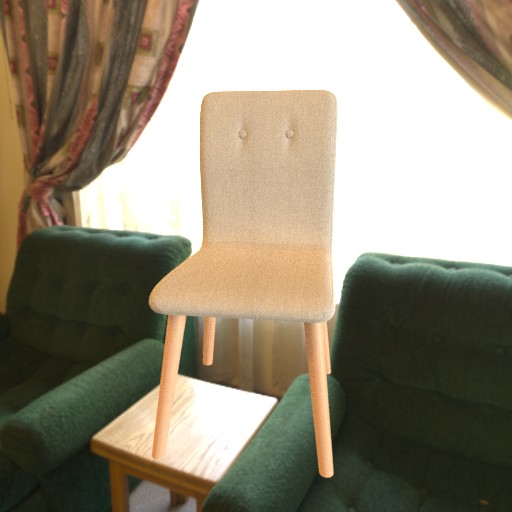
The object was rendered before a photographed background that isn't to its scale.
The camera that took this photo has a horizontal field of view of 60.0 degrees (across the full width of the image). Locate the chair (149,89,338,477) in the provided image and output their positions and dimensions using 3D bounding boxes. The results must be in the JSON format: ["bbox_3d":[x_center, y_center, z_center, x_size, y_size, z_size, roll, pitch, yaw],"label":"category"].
[{"bbox_3d":[0.000,0.000,1.180,0.435,0.885,0.550,2,14,8],"label":"chair"}]
